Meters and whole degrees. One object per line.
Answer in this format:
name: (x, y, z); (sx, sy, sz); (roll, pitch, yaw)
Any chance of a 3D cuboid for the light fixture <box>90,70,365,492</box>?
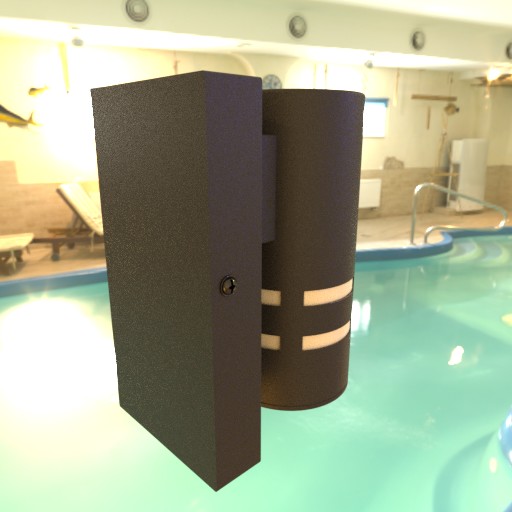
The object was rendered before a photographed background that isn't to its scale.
light fixture: (0.000, 0.000, 0.256); (0.138, 0.179, 0.098); (-14, 21, -42)
